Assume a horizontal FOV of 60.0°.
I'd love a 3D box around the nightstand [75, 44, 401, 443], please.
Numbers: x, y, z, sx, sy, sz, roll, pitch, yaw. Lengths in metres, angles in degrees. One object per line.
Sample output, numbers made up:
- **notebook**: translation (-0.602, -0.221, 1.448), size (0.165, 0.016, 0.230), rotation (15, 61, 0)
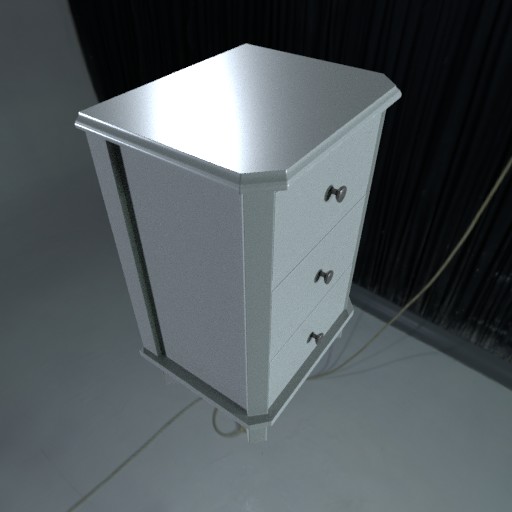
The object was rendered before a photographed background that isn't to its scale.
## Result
- **nightstand**: translation (0.000, 0.000, 0.926), size (0.348, 0.680, 0.435), rotation (25, 47, 26)
